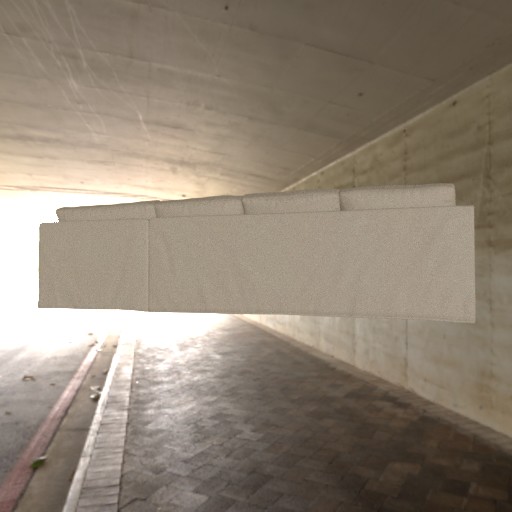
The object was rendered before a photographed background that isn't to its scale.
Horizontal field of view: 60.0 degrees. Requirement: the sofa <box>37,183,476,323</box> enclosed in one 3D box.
[{"bbox_3d":[0.000,0.000,3.808,3.206,0.871,1.622,-1,-2,18],"label":"sofa"}]
